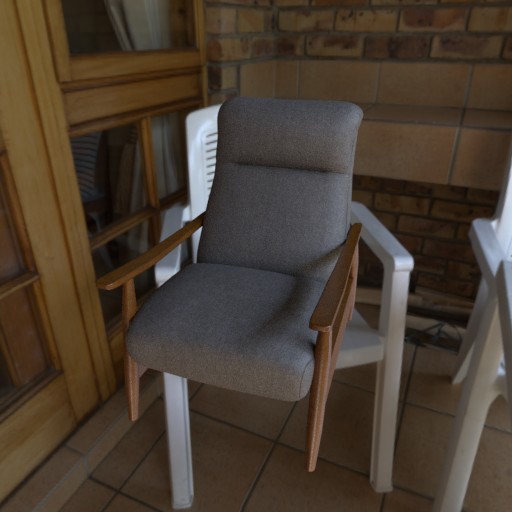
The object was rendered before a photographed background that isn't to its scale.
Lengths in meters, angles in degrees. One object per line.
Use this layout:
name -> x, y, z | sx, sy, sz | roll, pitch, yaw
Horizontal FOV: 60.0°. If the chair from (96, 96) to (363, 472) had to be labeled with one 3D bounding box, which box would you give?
chair -> 0.000, 0.000, 1.776 | 0.762, 1.081, 1.014 | 9, 28, 16
